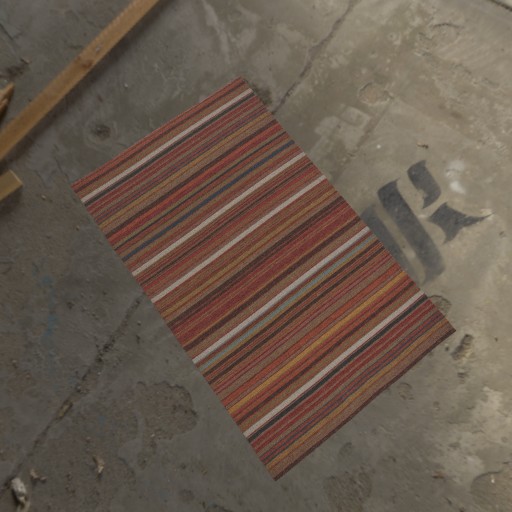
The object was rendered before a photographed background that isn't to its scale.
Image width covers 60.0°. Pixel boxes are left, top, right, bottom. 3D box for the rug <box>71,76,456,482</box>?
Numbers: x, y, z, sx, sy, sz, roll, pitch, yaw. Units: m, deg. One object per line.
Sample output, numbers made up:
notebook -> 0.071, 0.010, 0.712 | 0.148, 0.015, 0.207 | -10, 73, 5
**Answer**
rug -> 0.000, 0.000, 3.071 | 1.523, 0.008, 2.438 | -36, 79, -8
